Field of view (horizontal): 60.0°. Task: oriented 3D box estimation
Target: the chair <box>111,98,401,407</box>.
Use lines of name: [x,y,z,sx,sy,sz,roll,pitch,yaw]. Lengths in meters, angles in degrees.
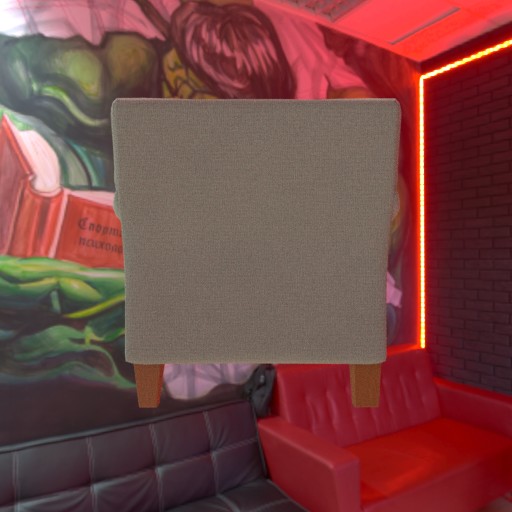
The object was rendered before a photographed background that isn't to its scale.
chair: [0.000,0.000,1.845,0.955,1.038,1.070,0,-1,0]
